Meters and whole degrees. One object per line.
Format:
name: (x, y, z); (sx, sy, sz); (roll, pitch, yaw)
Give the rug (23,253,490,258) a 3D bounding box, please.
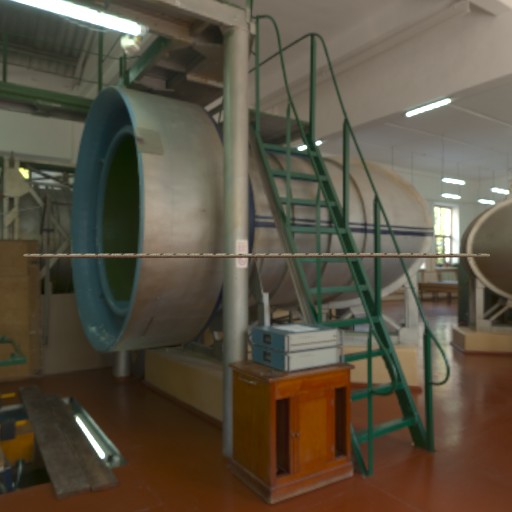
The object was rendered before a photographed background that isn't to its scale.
rug: (0.000, 0.000, 2.690); (2.439, 0.020, 0.773); (0, -1, 1)
